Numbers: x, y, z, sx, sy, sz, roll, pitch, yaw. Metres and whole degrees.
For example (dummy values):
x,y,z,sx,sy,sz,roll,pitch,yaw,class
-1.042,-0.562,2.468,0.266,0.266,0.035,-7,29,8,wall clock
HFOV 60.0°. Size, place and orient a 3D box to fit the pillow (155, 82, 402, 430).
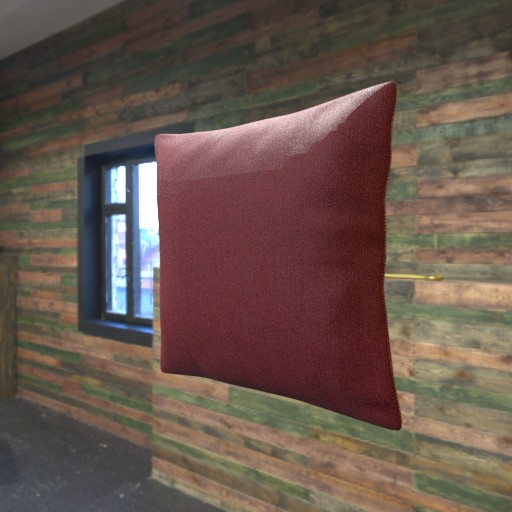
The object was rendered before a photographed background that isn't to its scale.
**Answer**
x,y,z,sx,sy,sz,roll,pitch,yaw,class
0.000,0.000,0.779,0.513,0.497,0.166,1,1,37,pillow
